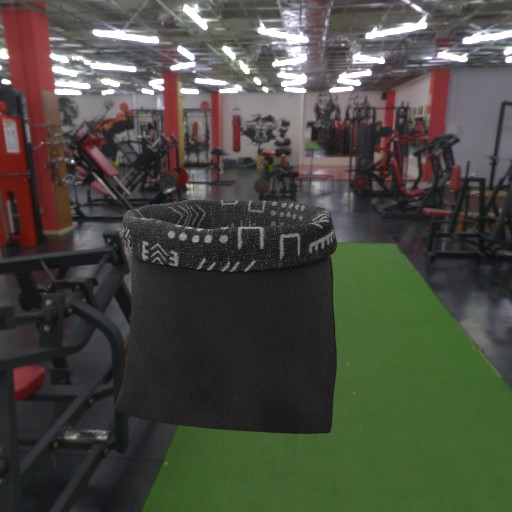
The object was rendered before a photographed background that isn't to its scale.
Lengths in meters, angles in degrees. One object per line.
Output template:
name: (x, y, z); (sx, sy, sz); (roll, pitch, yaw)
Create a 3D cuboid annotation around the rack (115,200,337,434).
rack: (0.000, 0.000, 1.072); (0.379, 0.323, 0.905); (2, 16, 8)
